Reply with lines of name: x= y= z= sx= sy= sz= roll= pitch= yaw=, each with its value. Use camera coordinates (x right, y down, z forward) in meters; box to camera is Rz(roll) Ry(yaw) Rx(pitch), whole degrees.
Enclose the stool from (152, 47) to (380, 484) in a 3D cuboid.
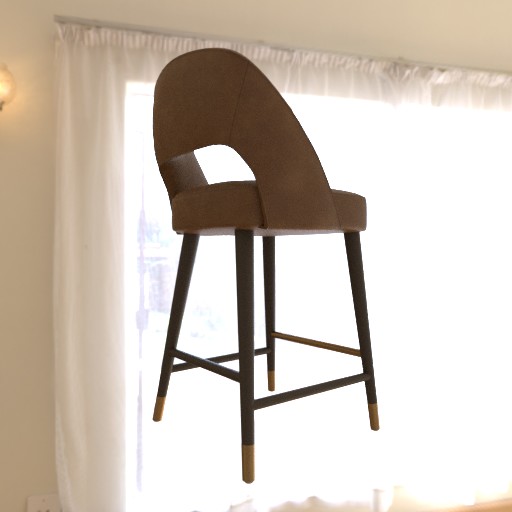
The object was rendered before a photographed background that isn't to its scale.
stool: x=0.000 y=0.000 z=1.209 sx=0.509 sy=0.940 sz=0.494 roll=0 pitch=1 yaw=-39
